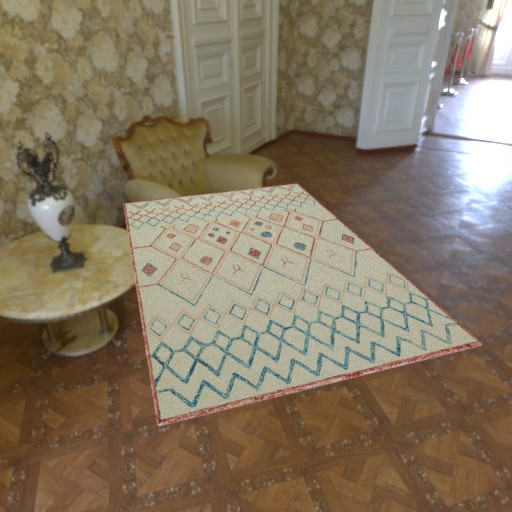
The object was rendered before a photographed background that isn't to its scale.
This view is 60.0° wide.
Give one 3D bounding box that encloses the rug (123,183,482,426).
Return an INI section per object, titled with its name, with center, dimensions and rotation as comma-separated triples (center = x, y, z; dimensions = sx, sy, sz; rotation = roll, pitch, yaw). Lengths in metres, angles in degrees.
[rug]
center = 0.000, 0.000, 2.276
dimensions = 1.219, 0.016, 1.829
rotation = -9, 31, -15
